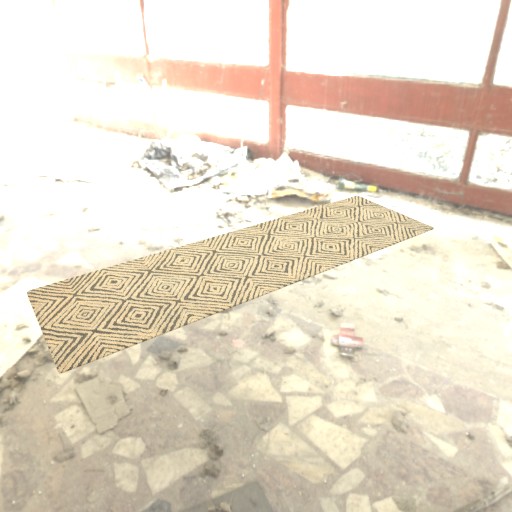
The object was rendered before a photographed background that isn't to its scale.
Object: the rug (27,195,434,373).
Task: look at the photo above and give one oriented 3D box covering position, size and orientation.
[{"bbox_3d":[0.000,0.000,2.494,2.277,0.008,0.676,-18,34,-29],"label":"rug"}]
